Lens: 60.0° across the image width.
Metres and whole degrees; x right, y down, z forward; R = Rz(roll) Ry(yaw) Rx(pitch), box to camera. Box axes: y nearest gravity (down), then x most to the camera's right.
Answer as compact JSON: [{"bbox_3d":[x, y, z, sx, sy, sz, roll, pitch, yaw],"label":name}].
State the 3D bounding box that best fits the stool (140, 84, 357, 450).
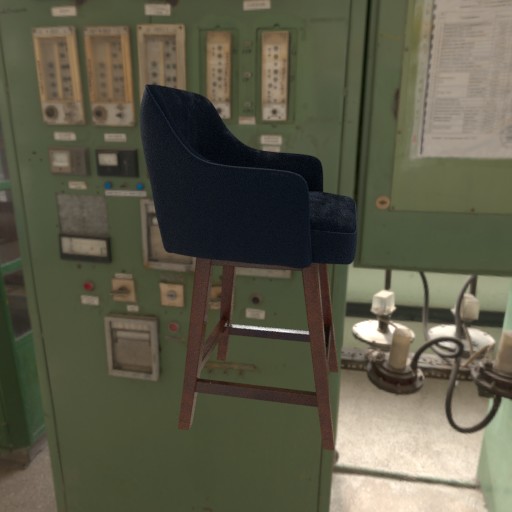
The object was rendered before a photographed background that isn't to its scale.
[{"bbox_3d":[0.000,0.000,1.298,0.560,0.940,0.550,3,17,11],"label":"stool"}]
